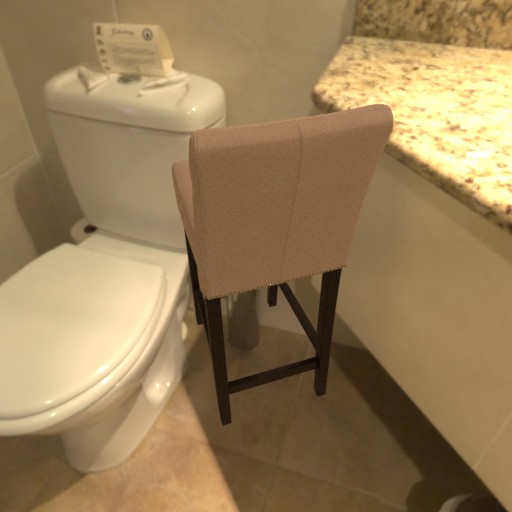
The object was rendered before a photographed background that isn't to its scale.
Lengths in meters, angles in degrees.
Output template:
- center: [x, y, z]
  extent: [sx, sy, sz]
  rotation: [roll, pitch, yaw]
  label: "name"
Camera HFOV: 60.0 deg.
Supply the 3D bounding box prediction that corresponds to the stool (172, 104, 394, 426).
- center: [0.000, 0.000, 1.324]
  extent: [0.411, 1.047, 0.548]
  rotation: [-13, 42, -14]
  label: "stool"
